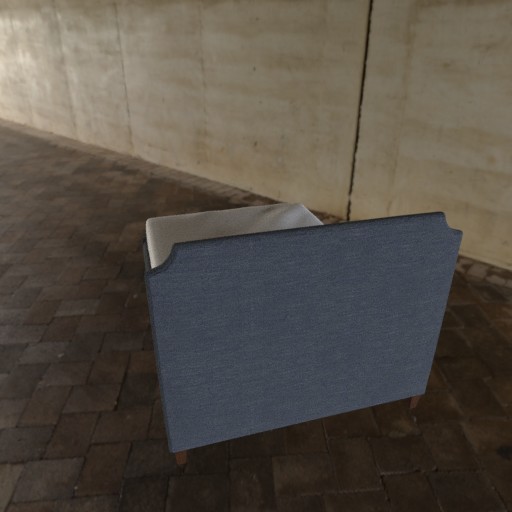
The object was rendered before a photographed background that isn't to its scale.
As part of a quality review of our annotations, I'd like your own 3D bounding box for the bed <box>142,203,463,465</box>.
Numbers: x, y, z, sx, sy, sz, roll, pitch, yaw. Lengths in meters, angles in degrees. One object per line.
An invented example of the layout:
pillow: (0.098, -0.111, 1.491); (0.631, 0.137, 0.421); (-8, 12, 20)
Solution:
bed: (0.000, 0.000, 3.465); (1.713, 1.443, 2.372); (-8, 28, -14)
